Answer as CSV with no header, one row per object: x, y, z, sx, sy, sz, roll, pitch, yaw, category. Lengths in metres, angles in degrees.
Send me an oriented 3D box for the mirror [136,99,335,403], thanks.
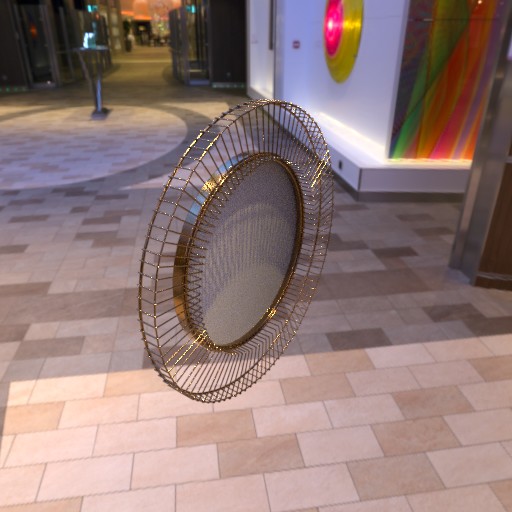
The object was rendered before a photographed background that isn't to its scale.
0.000,0.000,1.054,0.067,0.703,0.703,18,32,31,mirror
